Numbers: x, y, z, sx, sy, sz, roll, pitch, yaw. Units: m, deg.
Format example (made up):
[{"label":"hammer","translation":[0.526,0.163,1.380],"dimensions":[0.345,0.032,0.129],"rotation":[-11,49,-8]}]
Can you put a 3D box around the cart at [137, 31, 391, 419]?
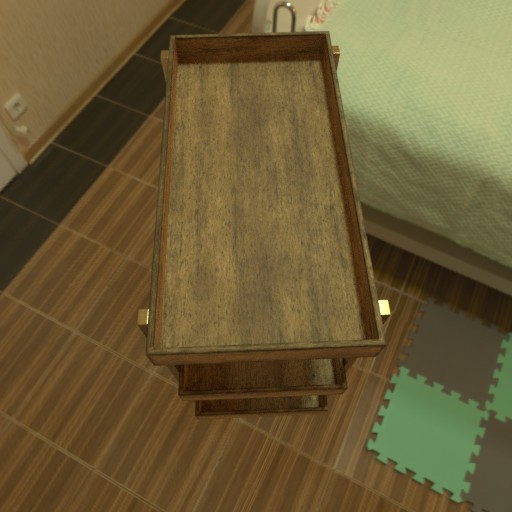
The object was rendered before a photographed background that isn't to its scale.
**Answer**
[{"label":"cart","translation":[0.000,0.000,1.206],"dimensions":[0.416,0.799,0.750],"rotation":[-2,62,-1]}]
